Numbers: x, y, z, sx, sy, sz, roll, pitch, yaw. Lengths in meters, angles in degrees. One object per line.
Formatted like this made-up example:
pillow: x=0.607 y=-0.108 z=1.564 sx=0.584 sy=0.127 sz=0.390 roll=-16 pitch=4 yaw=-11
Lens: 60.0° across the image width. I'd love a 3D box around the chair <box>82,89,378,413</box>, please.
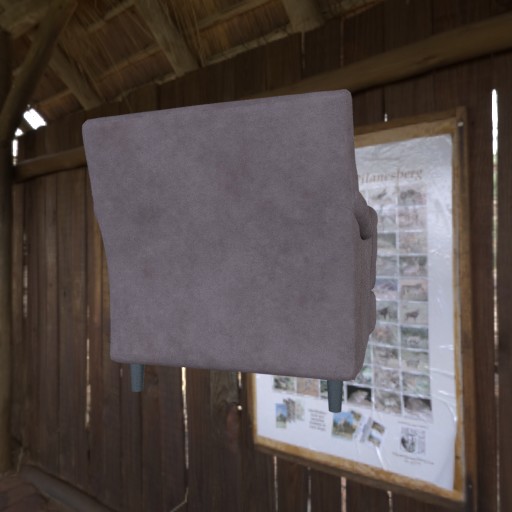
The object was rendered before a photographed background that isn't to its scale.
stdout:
chair: x=0.000 y=0.000 z=1.821 sx=0.955 sy=0.997 sz=1.070 roll=0 pitch=-1 yaw=18
